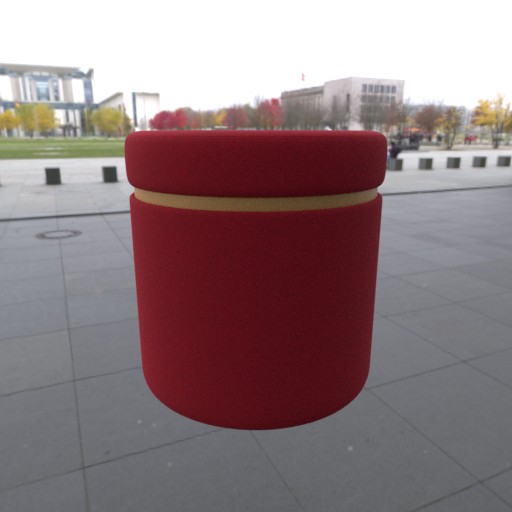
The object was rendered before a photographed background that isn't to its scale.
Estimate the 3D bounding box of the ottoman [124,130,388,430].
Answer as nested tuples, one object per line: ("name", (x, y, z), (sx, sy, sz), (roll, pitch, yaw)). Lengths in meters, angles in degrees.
("ottoman", (0.000, 0.000, 0.746), (0.400, 0.406, 0.400), (0, 15, 0))
